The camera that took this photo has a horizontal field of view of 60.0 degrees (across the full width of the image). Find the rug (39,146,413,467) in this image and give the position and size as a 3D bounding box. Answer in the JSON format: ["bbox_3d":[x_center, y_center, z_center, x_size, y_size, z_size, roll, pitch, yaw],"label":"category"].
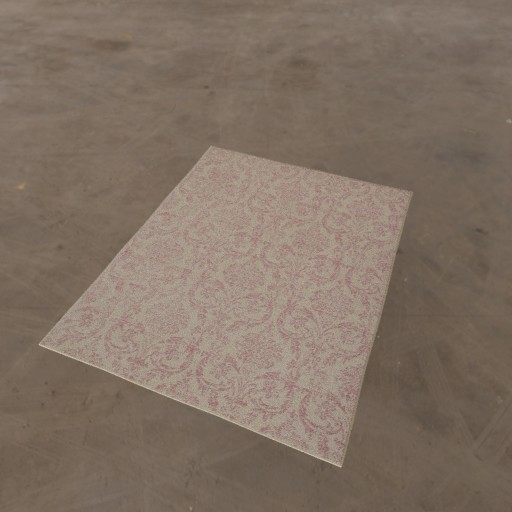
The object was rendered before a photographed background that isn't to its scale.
[{"bbox_3d":[0.000,0.000,4.023,2.363,0.012,2.980,16,48,15],"label":"rug"}]
